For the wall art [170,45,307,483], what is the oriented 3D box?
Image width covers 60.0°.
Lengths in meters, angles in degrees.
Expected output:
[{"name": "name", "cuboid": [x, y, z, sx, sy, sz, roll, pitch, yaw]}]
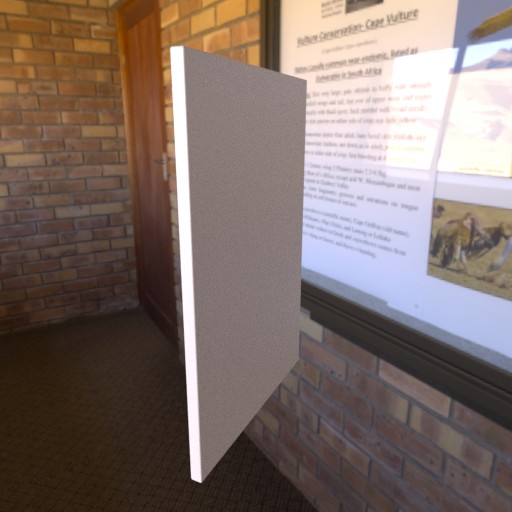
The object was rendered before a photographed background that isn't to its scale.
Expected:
[{"name": "wall art", "cuboid": [0.000, 0.000, 1.500, 0.038, 1.183, 0.808, 8, 18, 25]}]
